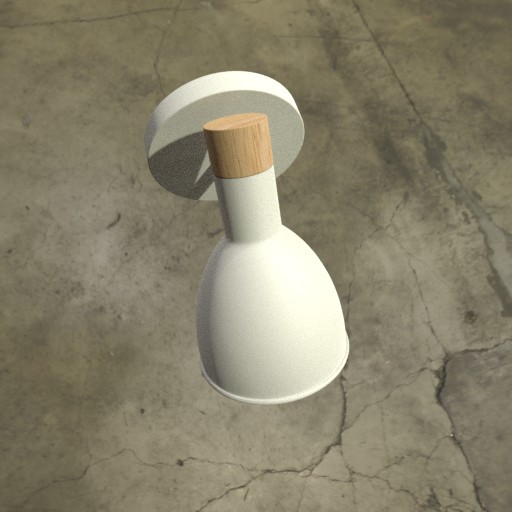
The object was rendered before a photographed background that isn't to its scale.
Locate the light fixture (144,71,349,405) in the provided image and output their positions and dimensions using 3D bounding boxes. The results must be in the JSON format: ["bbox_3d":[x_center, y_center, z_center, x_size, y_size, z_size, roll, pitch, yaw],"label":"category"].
[{"bbox_3d":[0.000,0.000,0.334,0.127,0.199,0.209,-13,64,-7],"label":"light fixture"}]
